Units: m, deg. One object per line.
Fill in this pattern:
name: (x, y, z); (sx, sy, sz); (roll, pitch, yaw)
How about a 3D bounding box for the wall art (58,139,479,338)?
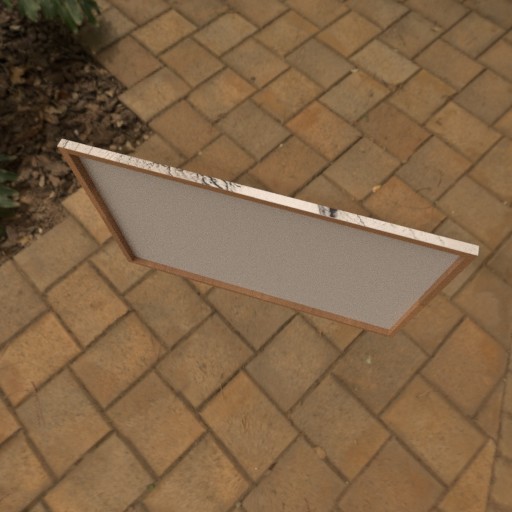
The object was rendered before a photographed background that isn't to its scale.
wall art: (0.000, 0.000, 1.200); (0.914, 0.607, 0.023); (15, 65, 7)
